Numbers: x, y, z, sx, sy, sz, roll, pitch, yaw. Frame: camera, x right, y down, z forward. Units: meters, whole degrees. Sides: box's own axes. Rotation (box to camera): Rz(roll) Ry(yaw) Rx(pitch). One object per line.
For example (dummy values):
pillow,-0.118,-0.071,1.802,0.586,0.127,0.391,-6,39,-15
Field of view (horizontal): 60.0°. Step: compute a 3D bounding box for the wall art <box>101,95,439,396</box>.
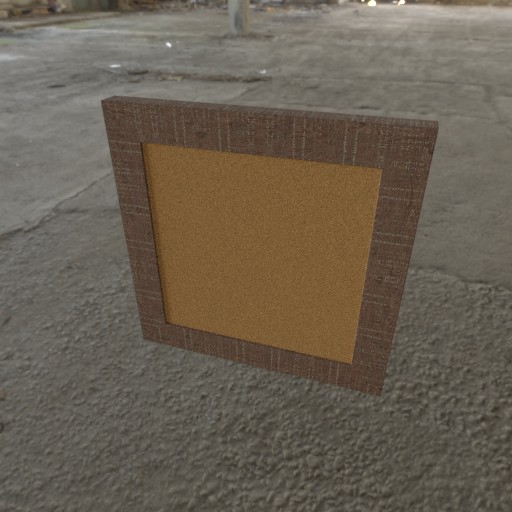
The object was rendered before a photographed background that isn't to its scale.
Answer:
wall art,0.000,0.000,0.824,0.531,0.531,0.040,10,33,15
